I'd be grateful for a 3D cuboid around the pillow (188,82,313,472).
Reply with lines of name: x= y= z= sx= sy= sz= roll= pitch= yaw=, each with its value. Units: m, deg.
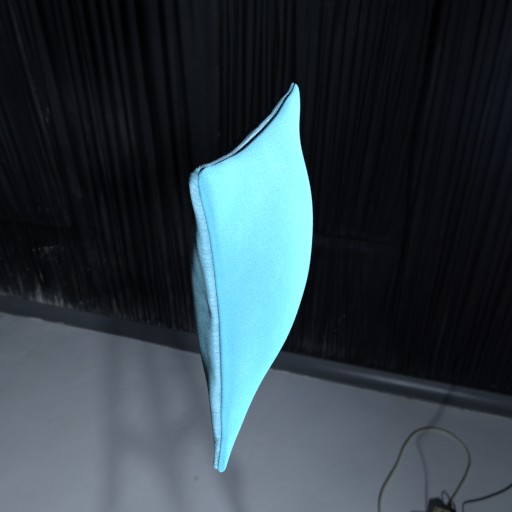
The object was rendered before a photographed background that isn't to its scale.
pillow: x=0.000 y=0.000 z=0.652 sx=0.151 sy=0.415 sz=0.433 roll=8 pitch=32 yaw=13
